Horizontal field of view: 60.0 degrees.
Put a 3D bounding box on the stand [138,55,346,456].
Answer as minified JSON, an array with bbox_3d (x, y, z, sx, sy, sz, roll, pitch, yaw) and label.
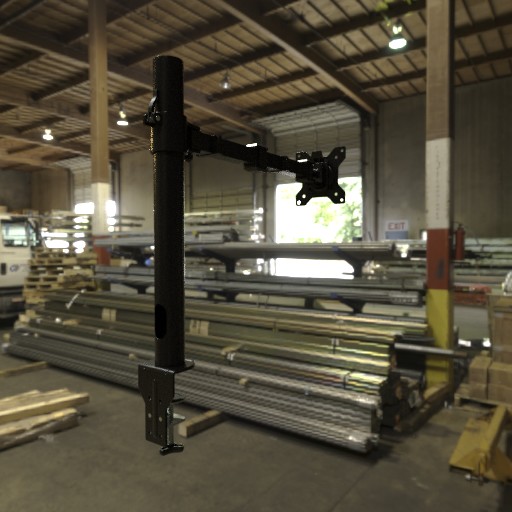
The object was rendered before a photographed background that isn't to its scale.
[{"bbox_3d":[0.000,0.000,0.736,0.115,0.510,0.456,1,2,35],"label":"stand"}]
